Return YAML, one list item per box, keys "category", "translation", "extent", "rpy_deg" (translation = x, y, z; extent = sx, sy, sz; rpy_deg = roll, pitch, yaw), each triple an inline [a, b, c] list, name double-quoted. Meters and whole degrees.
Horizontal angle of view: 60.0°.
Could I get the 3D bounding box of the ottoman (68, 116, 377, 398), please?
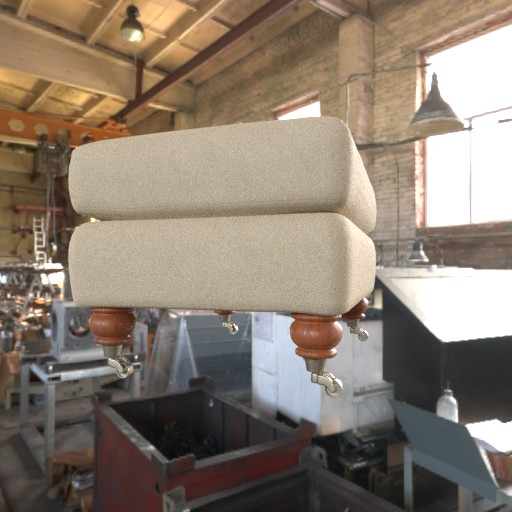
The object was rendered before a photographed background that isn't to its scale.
- category: "ottoman"
  translation: [0.000, 0.000, 1.141]
  extent: [0.569, 0.504, 0.773]
  rpy_deg: [0, -1, 18]
